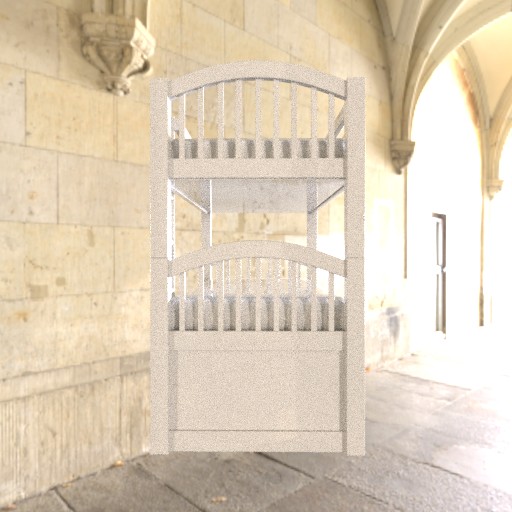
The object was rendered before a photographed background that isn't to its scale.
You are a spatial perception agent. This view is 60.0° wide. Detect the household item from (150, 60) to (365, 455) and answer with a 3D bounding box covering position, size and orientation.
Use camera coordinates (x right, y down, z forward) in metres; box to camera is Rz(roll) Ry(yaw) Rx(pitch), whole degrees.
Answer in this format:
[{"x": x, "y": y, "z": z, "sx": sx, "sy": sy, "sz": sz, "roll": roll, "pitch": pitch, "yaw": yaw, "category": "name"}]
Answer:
[{"x": 0.000, "y": 0.000, "z": 3.286, "sx": 1.143, "sy": 2.032, "sz": 2.032, "roll": 0, "pitch": 0, "yaw": 1, "category": "household item"}]
